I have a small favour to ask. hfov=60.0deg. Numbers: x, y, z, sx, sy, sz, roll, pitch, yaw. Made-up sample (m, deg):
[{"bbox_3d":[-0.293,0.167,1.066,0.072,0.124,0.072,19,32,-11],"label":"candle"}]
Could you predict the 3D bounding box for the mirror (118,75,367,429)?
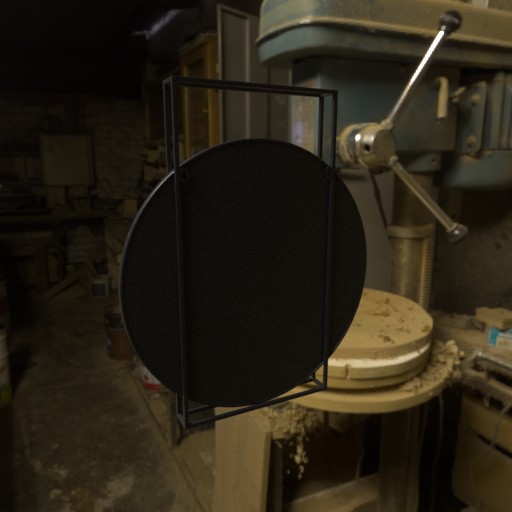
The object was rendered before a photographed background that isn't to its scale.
[{"bbox_3d":[0.000,0.000,0.831,0.508,0.603,0.051,-6,14,-27],"label":"mirror"}]
